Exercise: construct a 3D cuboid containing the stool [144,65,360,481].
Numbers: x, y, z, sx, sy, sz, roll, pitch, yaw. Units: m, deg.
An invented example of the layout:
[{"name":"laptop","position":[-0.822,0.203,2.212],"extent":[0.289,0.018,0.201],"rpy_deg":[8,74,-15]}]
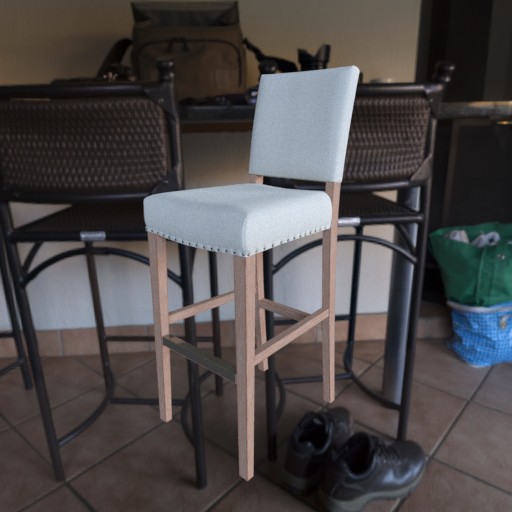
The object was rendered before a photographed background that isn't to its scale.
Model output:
[{"name":"stool","position":[0.000,0.000,1.424],"extent":[0.428,1.143,0.546],"rpy_deg":[15,22,40]}]
